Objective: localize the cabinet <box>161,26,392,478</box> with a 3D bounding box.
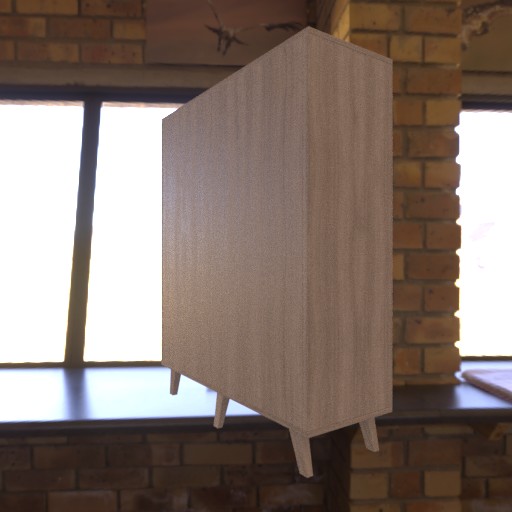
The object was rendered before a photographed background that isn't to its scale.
[{"bbox_3d":[0.000,0.000,1.905,0.398,1.388,1.111,0,0,-35],"label":"cabinet"}]
